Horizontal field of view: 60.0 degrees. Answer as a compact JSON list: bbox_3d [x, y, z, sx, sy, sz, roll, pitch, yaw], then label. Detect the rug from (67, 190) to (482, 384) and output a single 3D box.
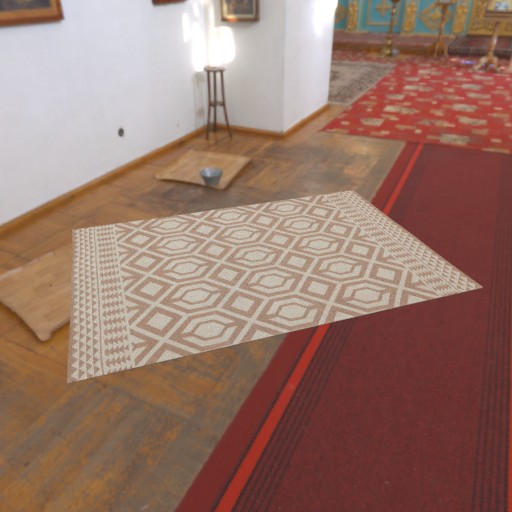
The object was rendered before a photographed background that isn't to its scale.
[{"bbox_3d":[0.000,0.000,2.317,1.829,0.008,1.219,-10,33,-16],"label":"rug"}]
